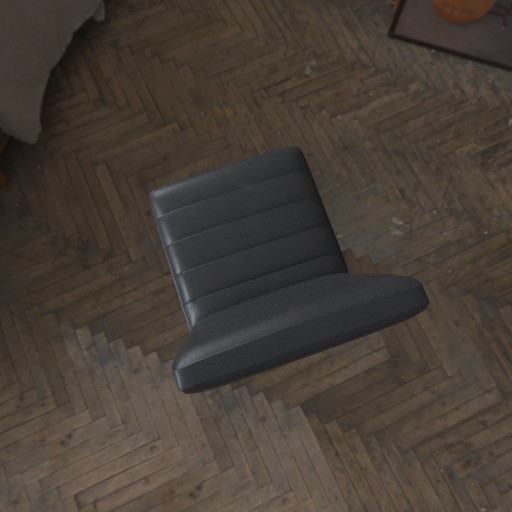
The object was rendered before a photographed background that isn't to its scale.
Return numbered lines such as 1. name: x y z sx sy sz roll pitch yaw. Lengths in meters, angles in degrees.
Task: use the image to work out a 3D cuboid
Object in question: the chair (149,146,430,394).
1. chair: 0.000 0.000 1.330 0.520 0.930 0.634 -18 77 -4
